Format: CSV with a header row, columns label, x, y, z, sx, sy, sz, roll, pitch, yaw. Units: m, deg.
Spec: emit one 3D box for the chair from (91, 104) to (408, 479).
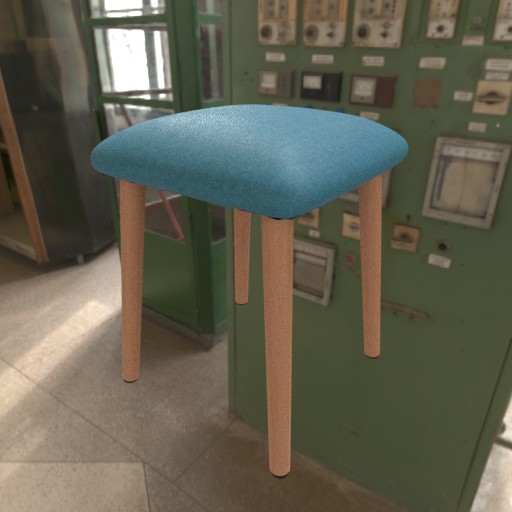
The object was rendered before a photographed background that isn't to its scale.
label,x,y,z,sx,sy,sz,roll,pitch,yaw
chair,0.000,0.000,0.719,0.360,0.450,0.360,18,31,32
